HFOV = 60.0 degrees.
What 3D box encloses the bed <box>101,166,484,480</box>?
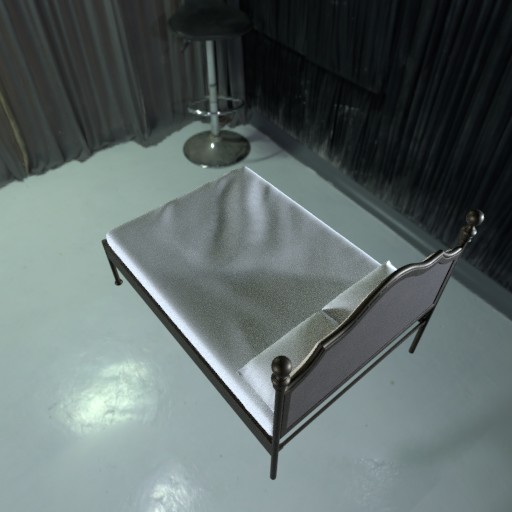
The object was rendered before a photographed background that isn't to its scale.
[{"bbox_3d":[0.000,0.000,3.198,1.533,1.462,2.170,-31,54,-26],"label":"bed"}]
